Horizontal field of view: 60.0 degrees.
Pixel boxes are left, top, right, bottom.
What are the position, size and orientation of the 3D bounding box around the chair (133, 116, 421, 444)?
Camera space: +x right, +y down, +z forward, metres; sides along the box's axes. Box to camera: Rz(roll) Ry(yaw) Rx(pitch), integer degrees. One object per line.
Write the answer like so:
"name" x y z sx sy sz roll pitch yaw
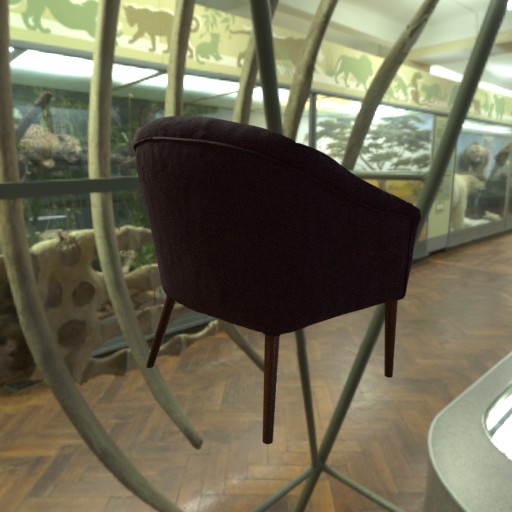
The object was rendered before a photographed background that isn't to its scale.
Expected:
"chair" 0.000 0.000 1.544 0.776 0.885 0.851 -11 16 -42
